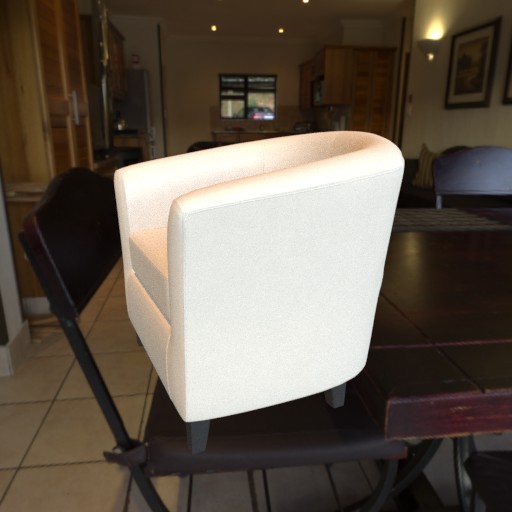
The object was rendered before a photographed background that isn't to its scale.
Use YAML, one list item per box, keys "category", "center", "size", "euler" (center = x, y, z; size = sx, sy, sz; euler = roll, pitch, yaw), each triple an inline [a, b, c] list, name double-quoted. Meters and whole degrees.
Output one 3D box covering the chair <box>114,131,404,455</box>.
- category: "chair"
  center: [0.000, 0.000, 1.397]
  size: [0.727, 0.756, 0.792]
  euler: [-8, 18, -25]
